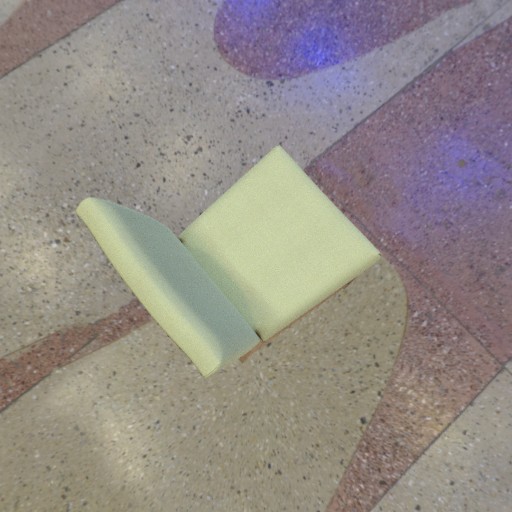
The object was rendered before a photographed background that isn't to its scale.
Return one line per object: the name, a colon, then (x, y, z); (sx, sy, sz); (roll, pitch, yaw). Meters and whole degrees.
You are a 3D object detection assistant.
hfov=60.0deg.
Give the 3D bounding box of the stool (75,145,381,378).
stool: (0.000, 0.000, 1.371); (0.623, 0.986, 0.508); (-39, 79, -9)
